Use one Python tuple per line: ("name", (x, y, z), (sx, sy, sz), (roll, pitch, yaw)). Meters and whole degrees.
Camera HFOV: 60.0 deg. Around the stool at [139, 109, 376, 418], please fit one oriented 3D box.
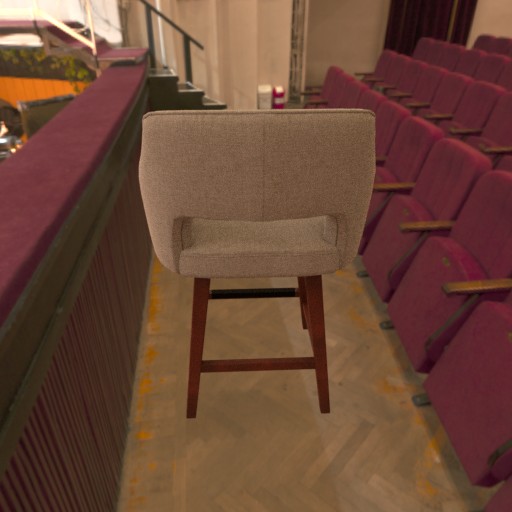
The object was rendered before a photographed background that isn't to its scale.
("stool", (0.000, 0.000, 1.306), (0.599, 0.944, 0.558), (-1, 30, -2))
